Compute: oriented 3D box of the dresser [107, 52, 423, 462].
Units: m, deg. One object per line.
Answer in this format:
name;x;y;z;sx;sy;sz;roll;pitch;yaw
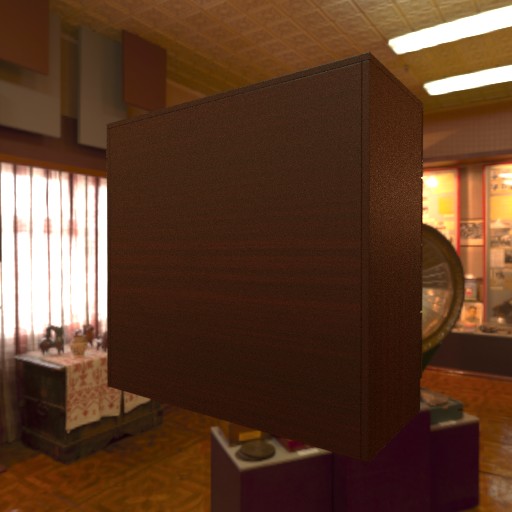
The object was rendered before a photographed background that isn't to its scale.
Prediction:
dresser;0.000;0.000;1.141;0.750;0.720;0.360;0;1;36
